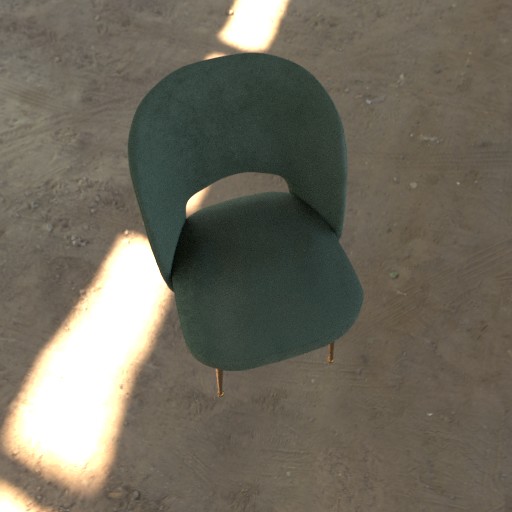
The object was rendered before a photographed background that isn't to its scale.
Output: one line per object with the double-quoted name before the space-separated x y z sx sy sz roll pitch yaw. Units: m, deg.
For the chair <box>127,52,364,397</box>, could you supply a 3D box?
"chair" 0.000 0.000 1.234 0.527 0.860 0.577 -15 63 -8
